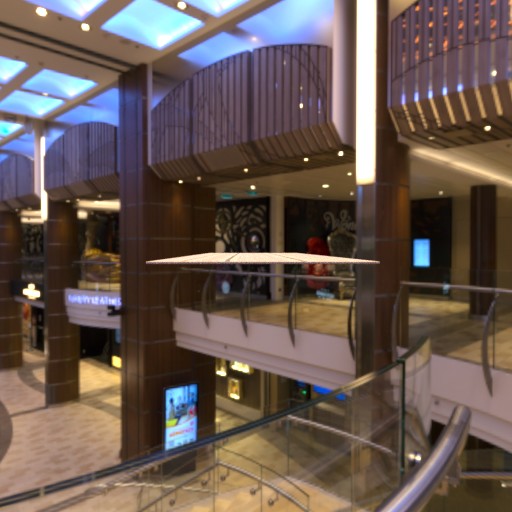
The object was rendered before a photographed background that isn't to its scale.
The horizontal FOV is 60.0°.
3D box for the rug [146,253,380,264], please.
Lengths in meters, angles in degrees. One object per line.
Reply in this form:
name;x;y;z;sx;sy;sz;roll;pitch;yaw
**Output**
rug;0.000;0.000;2.660;0.762;0.008;2.439;0;1;-1
